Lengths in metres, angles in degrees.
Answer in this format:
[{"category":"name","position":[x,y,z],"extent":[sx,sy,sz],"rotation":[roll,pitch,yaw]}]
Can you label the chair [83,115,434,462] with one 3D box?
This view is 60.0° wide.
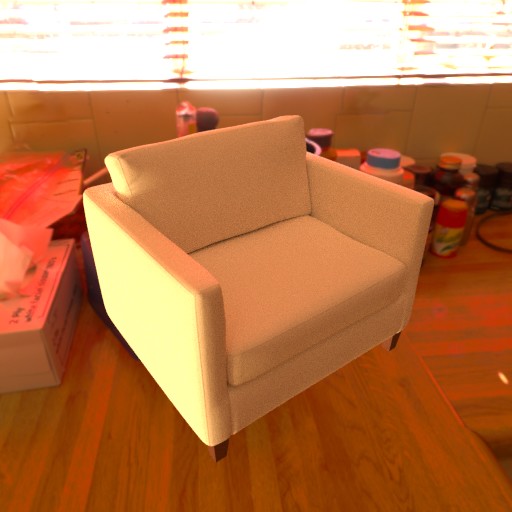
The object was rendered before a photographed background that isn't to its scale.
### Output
[{"category":"chair","position":[0.000,0.000,1.733],"extent":[1.019,0.885,0.878],"rotation":[-21,36,-31]}]
